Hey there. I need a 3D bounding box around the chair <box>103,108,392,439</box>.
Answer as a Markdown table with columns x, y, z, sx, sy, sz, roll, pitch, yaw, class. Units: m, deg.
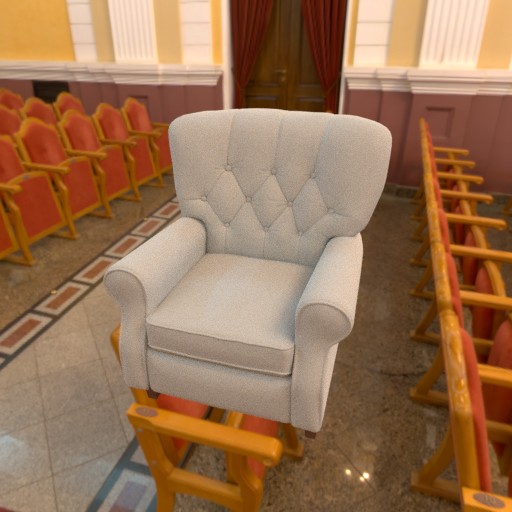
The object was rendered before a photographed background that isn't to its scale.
| x | y | z | sx | sy | sz | roll | pitch | yaw | class |
| --- | --- | --- | --- | --- | --- | --- | --- | --- | --- |
| 0.000 | 0.000 | 2.106 | 1.090 | 1.217 | 1.128 | 8 | 28 | 16 | chair |
